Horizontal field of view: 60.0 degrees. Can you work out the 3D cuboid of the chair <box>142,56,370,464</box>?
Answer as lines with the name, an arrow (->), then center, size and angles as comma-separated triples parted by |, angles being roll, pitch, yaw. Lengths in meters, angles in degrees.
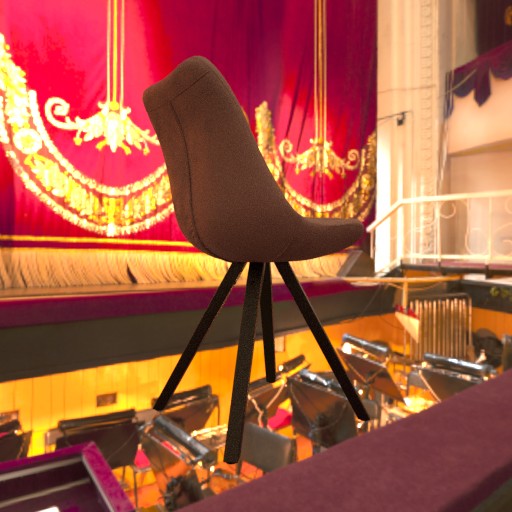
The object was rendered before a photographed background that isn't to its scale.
chair -> 0.000, 0.000, 1.204 | 0.547, 0.865, 0.483 | -1, 2, -36
